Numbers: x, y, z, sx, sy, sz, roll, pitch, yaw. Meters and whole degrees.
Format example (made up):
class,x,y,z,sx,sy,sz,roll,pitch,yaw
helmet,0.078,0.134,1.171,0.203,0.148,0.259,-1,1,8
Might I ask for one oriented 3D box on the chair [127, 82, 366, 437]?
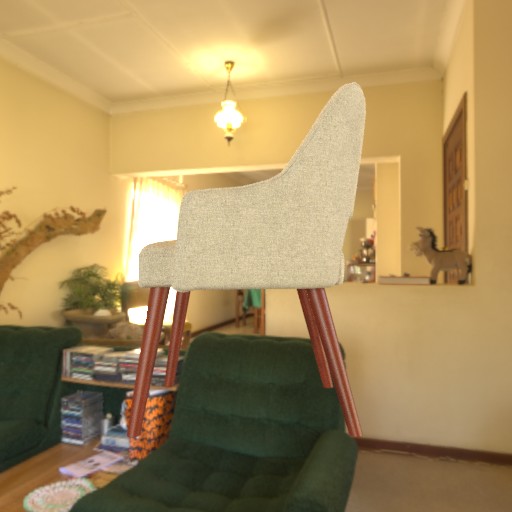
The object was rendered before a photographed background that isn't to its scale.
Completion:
class,x,y,z,sx,sy,sz,roll,pitch,yaw
chair,0.000,0.000,1.255,0.605,0.849,0.548,0,-1,0
